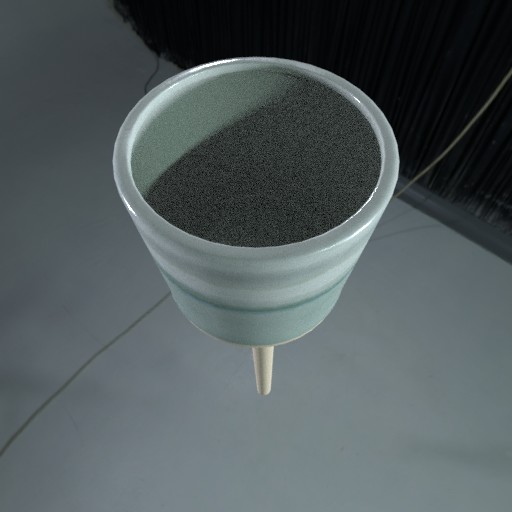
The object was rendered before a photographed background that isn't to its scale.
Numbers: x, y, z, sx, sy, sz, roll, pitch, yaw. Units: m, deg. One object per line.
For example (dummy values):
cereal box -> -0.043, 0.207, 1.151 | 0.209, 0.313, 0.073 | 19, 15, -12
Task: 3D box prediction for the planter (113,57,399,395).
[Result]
planter -> 0.000, 0.000, 0.583 | 0.265, 0.404, 0.265 | 33, 63, 19
